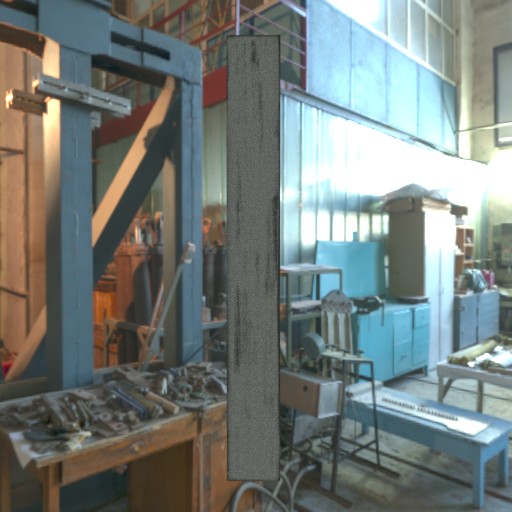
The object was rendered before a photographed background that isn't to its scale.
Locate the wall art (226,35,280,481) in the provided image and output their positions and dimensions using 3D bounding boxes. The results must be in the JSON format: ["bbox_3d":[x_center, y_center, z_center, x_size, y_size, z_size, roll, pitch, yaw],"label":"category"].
[{"bbox_3d":[0.000,0.000,0.453,0.036,0.303,0.303,0,1,1],"label":"wall art"}]
